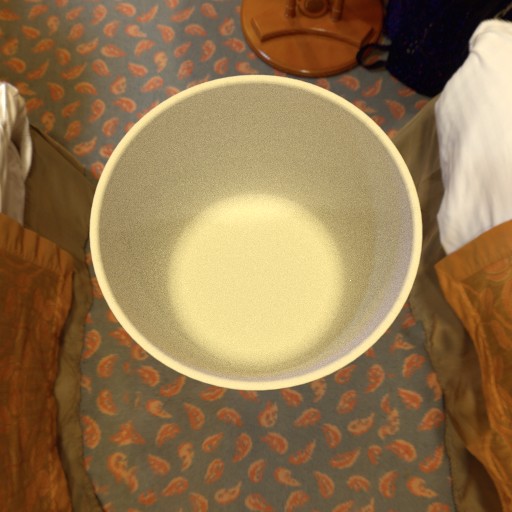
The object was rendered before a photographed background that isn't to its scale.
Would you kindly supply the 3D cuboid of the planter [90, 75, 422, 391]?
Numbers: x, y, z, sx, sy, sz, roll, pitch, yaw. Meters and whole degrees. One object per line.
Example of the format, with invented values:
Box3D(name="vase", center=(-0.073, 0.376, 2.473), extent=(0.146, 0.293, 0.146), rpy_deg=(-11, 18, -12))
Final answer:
Box3D(name="planter", center=(0.000, 0.000, 0.778), extent=(0.440, 0.398, 0.440), rpy_deg=(0, 75, 0))
